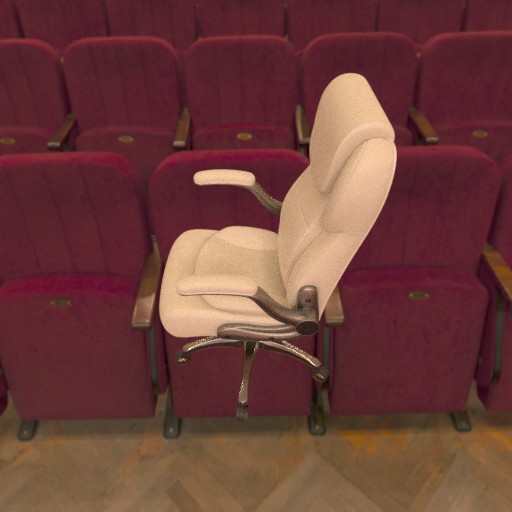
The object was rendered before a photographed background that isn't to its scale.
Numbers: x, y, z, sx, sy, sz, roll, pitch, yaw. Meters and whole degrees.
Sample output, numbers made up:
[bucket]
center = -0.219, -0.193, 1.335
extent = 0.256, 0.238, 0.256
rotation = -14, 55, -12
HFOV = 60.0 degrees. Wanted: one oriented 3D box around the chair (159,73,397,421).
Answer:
[chair]
center = 0.000, 0.000, 1.809
extent = 0.806, 1.330, 0.755
rotation = -1, 42, -1
